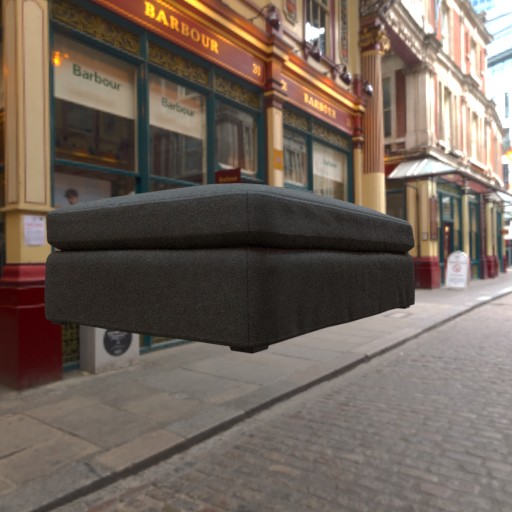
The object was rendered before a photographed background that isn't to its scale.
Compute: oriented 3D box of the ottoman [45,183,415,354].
[{"bbox_3d":[0.000,0.000,1.626,0.840,0.429,1.199,0,-1,35],"label":"ottoman"}]
